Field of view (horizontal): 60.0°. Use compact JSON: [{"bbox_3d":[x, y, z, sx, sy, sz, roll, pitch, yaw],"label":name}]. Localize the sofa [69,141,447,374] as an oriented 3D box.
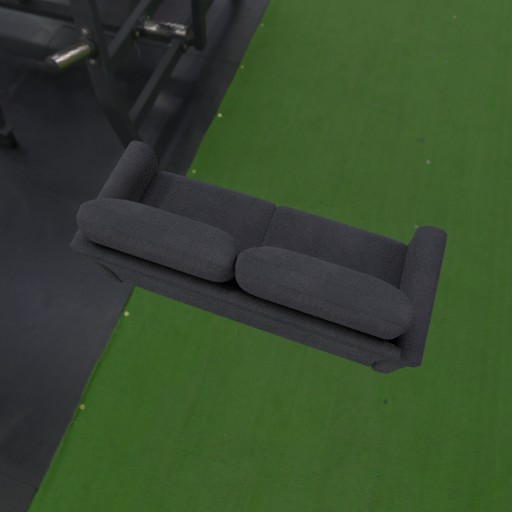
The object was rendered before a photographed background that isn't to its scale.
[{"bbox_3d":[0.000,0.000,2.506,1.935,0.942,0.842,18,64,9],"label":"sofa"}]
